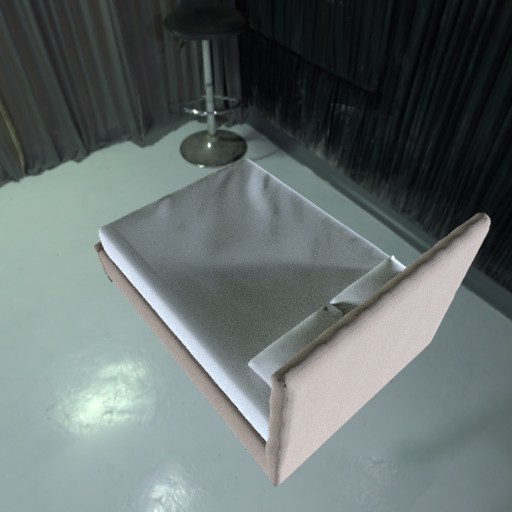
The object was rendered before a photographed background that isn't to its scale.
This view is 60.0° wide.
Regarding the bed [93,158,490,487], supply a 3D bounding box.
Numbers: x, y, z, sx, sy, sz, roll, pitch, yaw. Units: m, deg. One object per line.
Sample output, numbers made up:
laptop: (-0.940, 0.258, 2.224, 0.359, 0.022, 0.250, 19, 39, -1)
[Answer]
bed: (0.000, 0.000, 3.364, 1.698, 1.427, 2.387, -32, 54, -26)
